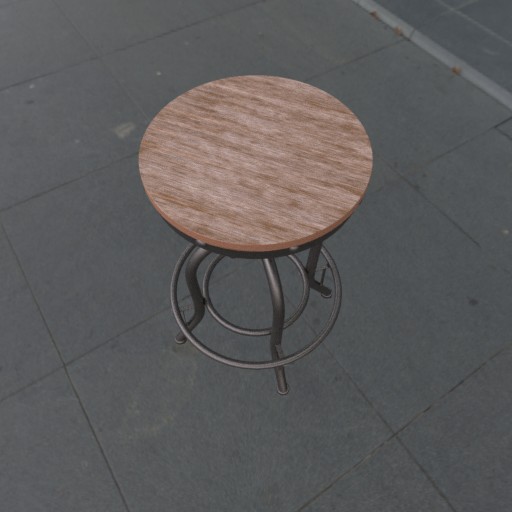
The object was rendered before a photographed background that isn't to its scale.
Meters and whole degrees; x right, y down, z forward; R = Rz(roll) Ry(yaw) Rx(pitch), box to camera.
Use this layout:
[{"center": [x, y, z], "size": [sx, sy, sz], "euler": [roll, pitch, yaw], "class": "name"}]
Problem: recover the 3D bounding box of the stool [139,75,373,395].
[{"center": [0.000, 0.000, 0.923], "size": [0.439, 0.609, 0.439], "euler": [-16, 59, -10], "class": "stool"}]
